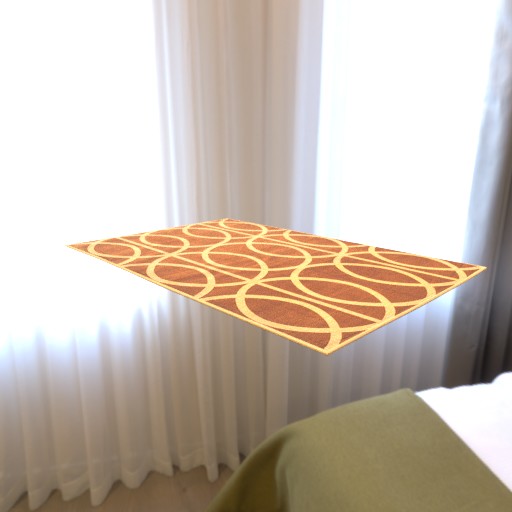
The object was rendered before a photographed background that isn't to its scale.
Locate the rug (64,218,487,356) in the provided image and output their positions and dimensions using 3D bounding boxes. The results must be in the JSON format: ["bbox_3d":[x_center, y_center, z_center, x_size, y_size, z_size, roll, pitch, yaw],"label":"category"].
[{"bbox_3d":[0.000,0.000,2.828,1.526,0.014,2.290,-14,20,-43],"label":"rug"}]
